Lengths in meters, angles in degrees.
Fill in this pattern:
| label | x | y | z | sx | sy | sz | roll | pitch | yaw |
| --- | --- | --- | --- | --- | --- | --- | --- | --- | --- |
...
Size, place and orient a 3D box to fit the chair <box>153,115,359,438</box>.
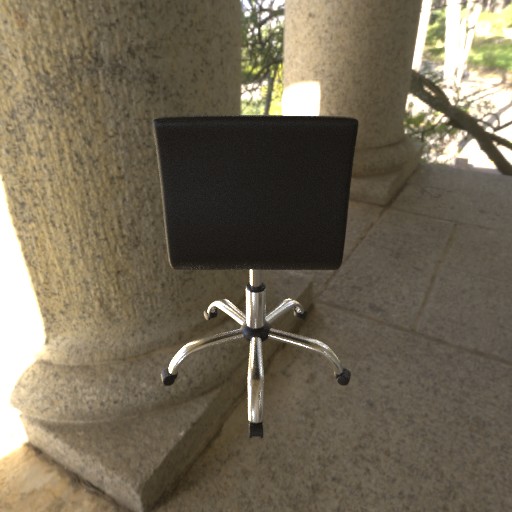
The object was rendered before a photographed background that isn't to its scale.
| label | x | y | z | sx | sy | sz | roll | pitch | yaw |
| --- | --- | --- | --- | --- | --- | --- | --- | --- | --- |
| chair | 0.000 | 0.000 | 1.158 | 0.556 | 0.780 | 0.530 | 0 | 30 | 0 |
